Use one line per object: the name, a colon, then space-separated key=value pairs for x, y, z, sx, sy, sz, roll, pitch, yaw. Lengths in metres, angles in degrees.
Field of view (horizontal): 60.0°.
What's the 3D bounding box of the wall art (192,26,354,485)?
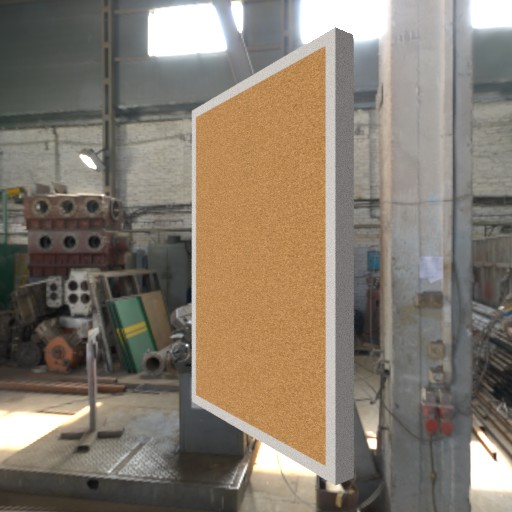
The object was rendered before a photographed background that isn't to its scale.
wall art: x=0.000 y=0.000 z=0.829 sx=0.038 sy=0.657 sz=0.450 roll=0 pitch=0 yaw=-35
